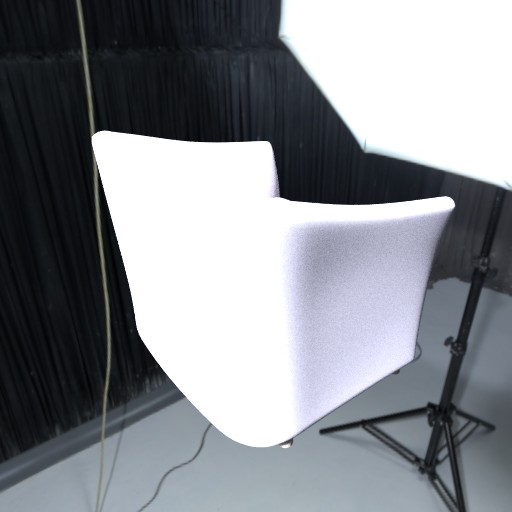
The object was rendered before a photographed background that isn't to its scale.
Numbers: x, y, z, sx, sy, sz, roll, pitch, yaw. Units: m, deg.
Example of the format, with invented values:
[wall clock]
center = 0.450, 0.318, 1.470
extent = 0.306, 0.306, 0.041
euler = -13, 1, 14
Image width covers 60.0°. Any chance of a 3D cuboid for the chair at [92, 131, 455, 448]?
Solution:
[chair]
center = 0.000, 0.000, 1.316
extent = 0.700, 0.720, 0.790
euler = -19, 33, -32
